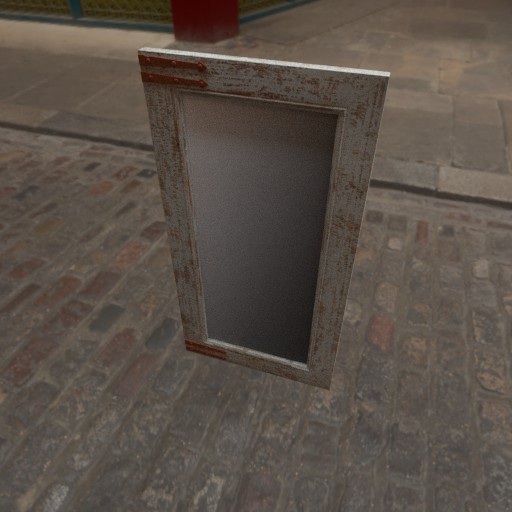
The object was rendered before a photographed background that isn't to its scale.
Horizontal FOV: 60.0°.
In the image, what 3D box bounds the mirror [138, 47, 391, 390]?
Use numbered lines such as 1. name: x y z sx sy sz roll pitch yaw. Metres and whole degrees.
1. mirror: 0.000 0.000 1.096 0.472 0.922 0.027 12 42 14
